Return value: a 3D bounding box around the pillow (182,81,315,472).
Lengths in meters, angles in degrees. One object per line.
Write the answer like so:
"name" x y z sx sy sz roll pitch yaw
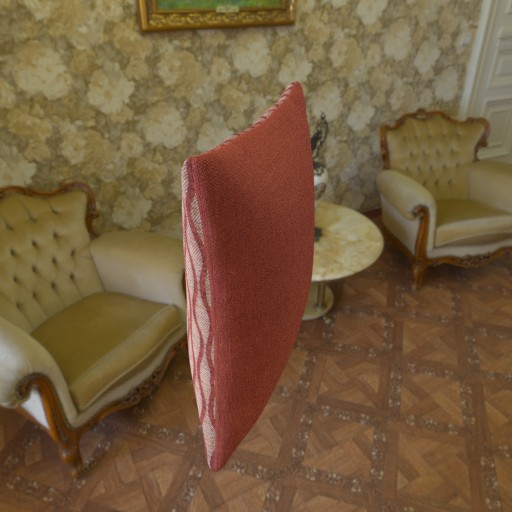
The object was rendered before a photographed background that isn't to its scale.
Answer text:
"pillow" 0.000 0.000 0.661 0.159 0.434 0.429 8 32 13
